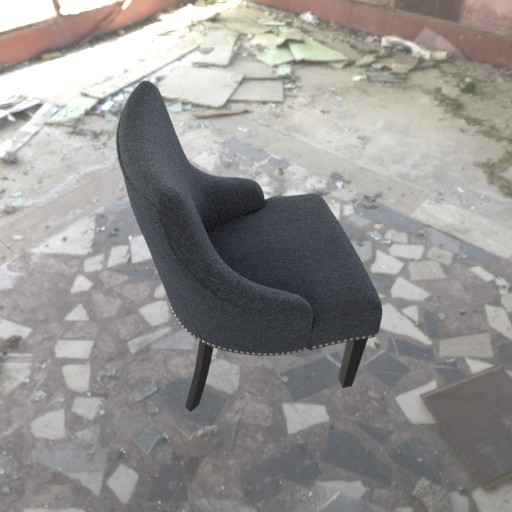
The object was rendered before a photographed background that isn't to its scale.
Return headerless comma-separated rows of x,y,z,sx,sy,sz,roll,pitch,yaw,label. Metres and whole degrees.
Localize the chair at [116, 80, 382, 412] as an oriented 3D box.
0.000,0.000,1.323,0.629,0.909,0.566,-10,46,-10,chair
